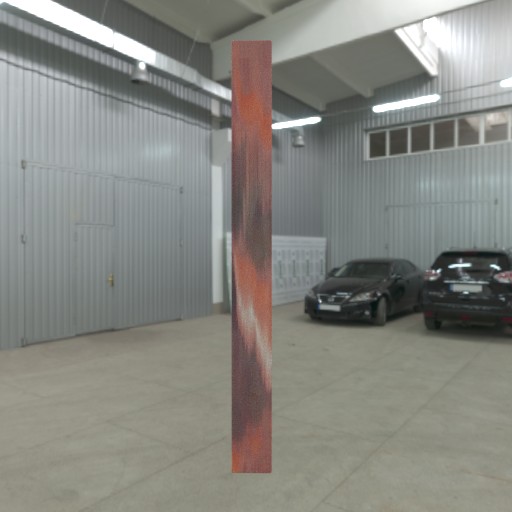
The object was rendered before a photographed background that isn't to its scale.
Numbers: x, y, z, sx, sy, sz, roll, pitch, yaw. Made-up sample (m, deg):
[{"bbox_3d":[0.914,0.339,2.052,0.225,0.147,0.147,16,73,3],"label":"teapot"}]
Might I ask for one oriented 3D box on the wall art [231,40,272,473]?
[{"bbox_3d":[0.000,0.000,0.616,0.038,0.406,0.403,0,0,1],"label":"wall art"}]
